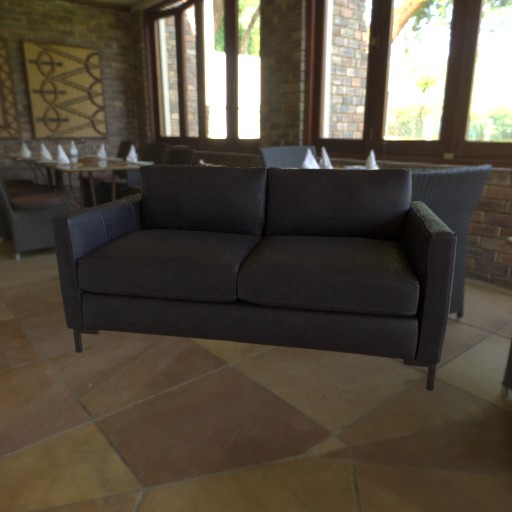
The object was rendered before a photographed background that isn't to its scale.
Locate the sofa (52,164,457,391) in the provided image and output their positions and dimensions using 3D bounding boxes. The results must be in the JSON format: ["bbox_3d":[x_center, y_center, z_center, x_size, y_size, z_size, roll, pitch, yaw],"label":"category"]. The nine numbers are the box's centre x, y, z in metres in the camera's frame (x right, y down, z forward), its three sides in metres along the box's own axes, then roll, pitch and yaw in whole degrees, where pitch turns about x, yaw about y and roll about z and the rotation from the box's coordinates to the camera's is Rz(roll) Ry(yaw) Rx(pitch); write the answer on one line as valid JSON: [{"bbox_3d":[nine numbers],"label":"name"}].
[{"bbox_3d":[0.000,0.000,2.317,1.805,0.883,0.947,3,16,9],"label":"sofa"}]
